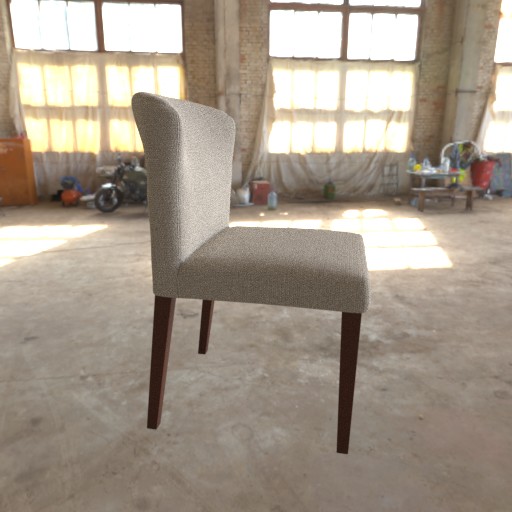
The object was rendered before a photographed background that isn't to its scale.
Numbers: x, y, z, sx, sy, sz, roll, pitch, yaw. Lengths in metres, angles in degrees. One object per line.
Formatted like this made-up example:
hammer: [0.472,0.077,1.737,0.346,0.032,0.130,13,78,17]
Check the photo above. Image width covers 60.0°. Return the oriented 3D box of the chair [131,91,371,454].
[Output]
chair: [0.000,0.000,1.203,0.589,0.839,0.491,3,16,11]
